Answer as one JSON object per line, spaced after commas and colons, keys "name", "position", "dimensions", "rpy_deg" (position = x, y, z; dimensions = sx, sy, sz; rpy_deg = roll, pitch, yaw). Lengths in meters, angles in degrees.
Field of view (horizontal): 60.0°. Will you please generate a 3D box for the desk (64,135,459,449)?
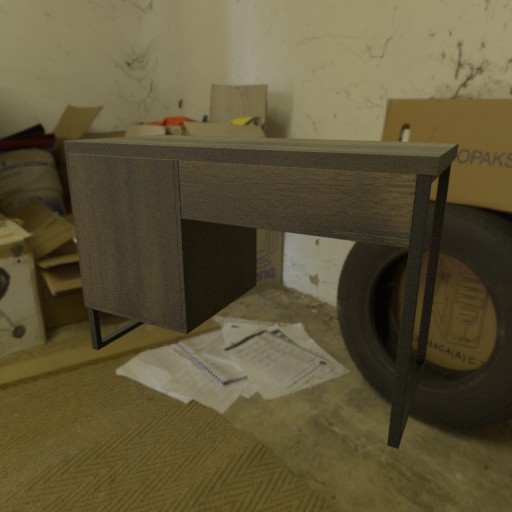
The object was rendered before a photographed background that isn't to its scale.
{"name": "desk", "position": [0.000, 0.000, 1.504], "dimensions": [1.134, 0.752, 0.511], "rpy_deg": [9, 20, 26]}
